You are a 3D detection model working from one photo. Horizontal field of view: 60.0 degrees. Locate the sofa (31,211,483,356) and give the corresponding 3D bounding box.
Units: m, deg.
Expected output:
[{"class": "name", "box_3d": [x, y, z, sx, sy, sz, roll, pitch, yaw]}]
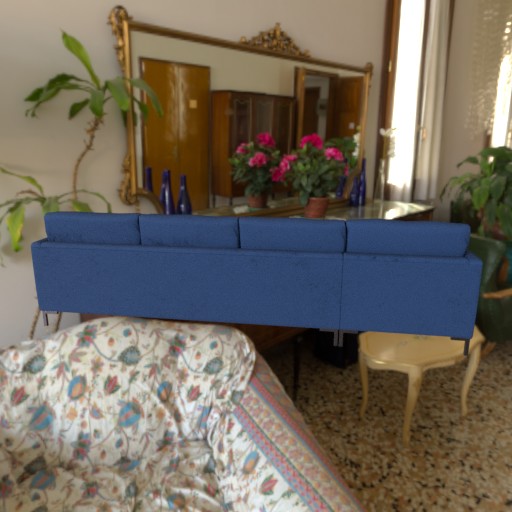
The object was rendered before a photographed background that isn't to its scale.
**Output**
[{"class": "sofa", "box_3d": [0.000, 0.000, 2.884, 2.450, 0.679, 1.128, 2, 15, 9]}]
